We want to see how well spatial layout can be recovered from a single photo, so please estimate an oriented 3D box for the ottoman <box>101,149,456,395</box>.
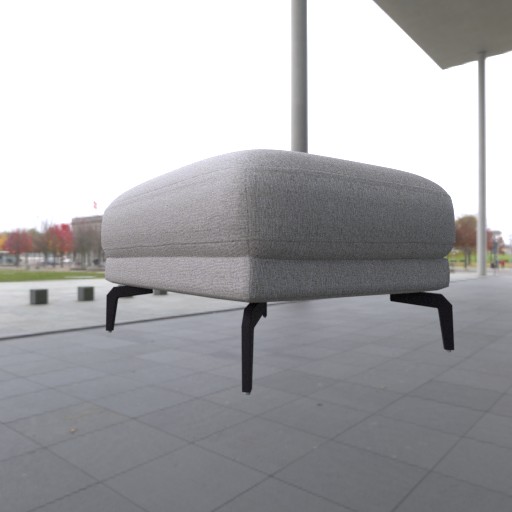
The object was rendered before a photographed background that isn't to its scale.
[{"bbox_3d":[0.000,0.000,1.092,0.568,0.420,0.772,0,0,-35],"label":"ottoman"}]
